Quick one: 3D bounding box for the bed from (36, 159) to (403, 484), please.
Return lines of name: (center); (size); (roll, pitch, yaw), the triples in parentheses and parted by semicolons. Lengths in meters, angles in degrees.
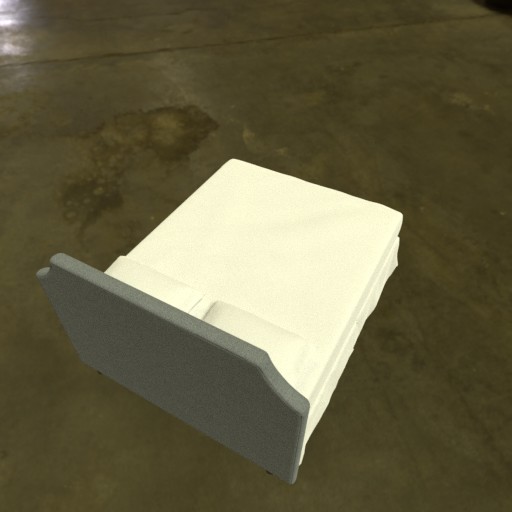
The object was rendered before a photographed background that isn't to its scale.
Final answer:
bed: (0.000, 0.000, 3.324); (1.811, 1.296, 2.259); (22, 50, 20)
